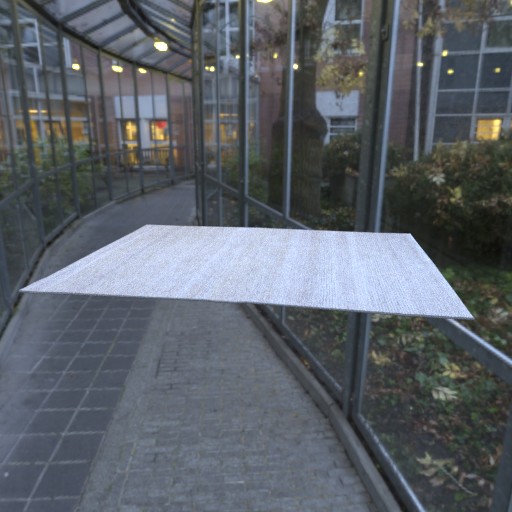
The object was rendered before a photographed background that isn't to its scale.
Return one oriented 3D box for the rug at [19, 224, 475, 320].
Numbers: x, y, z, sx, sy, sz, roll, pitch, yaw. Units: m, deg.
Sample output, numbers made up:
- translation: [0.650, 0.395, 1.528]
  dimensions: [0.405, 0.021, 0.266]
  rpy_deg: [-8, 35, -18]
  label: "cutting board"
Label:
- translation: [0.000, 0.000, 4.240]
  dimensions: [3.245, 0.046, 2.467]
  rpy_deg: [3, 16, 9]
  label: "rug"
